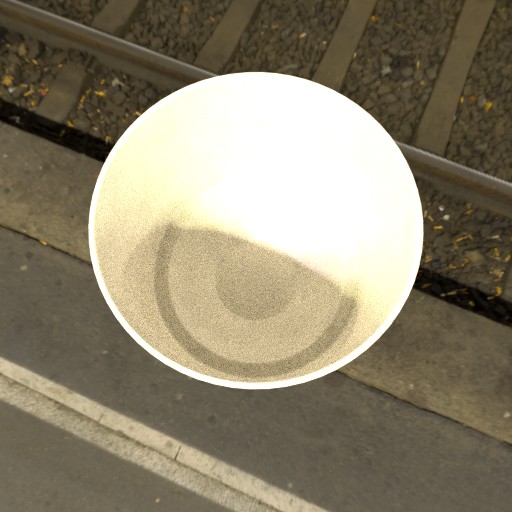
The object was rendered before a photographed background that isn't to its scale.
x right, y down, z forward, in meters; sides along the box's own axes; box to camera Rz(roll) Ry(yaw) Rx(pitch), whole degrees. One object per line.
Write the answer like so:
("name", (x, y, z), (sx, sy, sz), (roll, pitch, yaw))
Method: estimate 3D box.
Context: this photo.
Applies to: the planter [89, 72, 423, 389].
("planter", (0.000, 0.000, 0.446), (0.250, 0.239, 0.250), (0, 75, 0))
